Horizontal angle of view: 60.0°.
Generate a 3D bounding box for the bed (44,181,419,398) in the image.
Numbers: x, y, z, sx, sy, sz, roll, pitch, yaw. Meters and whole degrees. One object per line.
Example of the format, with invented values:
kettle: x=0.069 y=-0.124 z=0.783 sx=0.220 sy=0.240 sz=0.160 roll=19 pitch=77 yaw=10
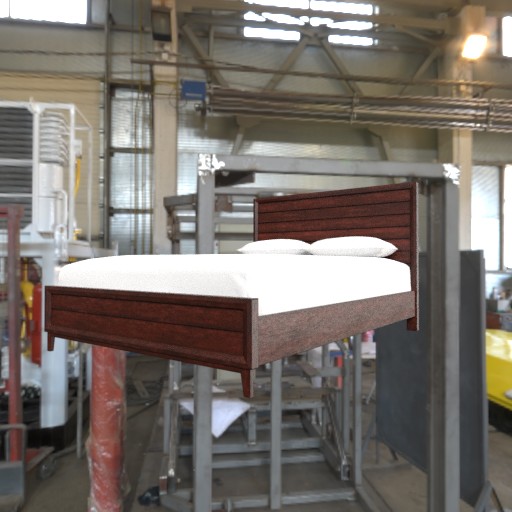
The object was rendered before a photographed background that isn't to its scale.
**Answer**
bed: x=0.000 y=0.000 z=3.973 sx=2.040 sy=1.492 sz=2.803 roll=-1 pitch=-1 yaw=37
